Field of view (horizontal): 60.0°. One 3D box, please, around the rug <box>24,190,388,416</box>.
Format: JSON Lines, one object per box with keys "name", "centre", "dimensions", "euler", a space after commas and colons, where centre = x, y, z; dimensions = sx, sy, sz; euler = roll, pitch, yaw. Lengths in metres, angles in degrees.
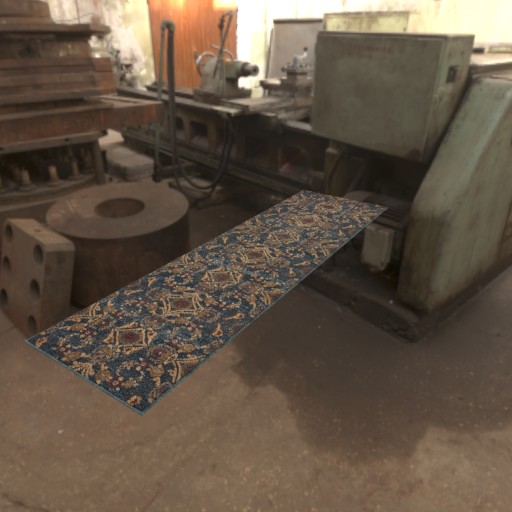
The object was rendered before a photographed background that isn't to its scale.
{"name": "rug", "centre": [0.000, 0.000, 2.445], "dimensions": [0.685, 0.014, 2.292], "euler": [17, 32, 30]}
